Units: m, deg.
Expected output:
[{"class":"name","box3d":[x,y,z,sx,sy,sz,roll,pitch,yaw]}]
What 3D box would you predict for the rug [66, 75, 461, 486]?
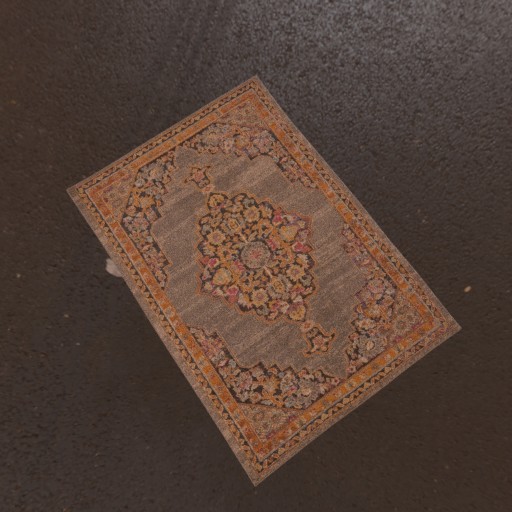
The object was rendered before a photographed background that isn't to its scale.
[{"class":"rug","box3d":[0.000,0.000,3.734,2.043,0.026,2.901,-34,78,-8]}]
